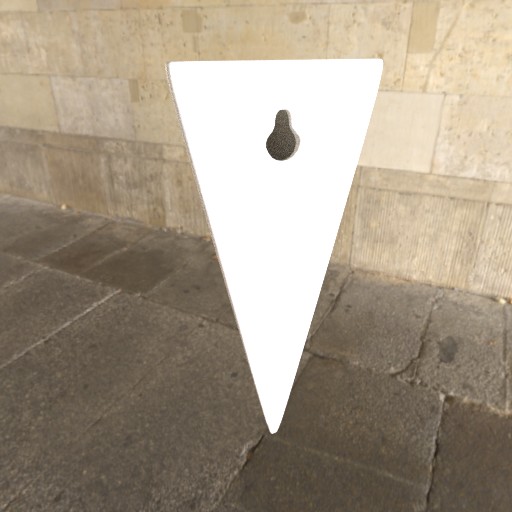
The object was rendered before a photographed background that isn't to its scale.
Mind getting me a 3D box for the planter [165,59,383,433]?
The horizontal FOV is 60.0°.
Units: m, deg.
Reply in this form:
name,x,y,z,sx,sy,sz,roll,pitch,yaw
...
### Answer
name,x,y,z,sx,sy,sz,roll,pitch,yaw
planter,0.000,0.000,0.274,0.101,0.224,0.081,-8,27,-16
